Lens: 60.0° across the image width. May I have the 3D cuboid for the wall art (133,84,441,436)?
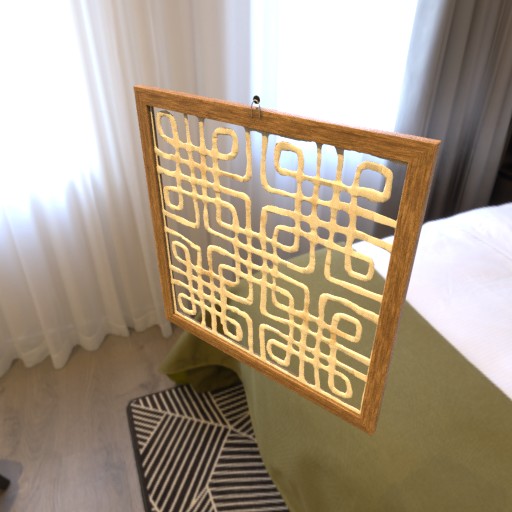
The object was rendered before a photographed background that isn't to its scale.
[{"bbox_3d":[0.000,0.000,0.828,0.561,0.582,0.021,22,38,31],"label":"wall art"}]
